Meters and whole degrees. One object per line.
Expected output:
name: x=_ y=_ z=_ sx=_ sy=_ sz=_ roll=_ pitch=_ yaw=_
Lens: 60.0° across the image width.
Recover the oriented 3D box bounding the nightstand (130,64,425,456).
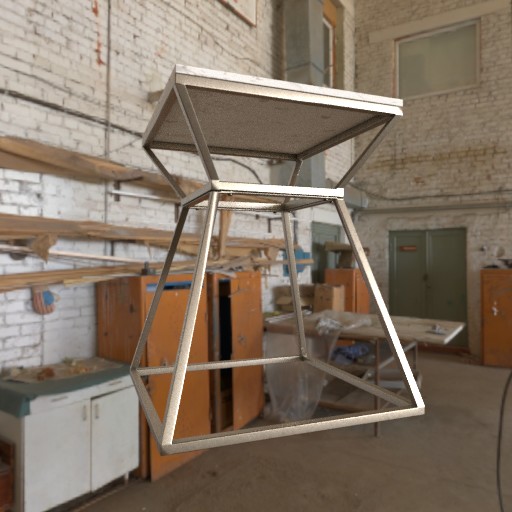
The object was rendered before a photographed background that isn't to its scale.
nightstand: x=0.000 y=0.000 z=0.902 sx=0.455 sy=0.554 sz=0.455 roll=0 pitch=0 yaw=-21
